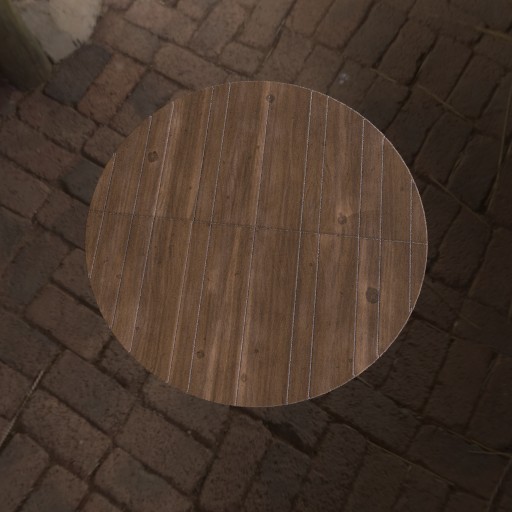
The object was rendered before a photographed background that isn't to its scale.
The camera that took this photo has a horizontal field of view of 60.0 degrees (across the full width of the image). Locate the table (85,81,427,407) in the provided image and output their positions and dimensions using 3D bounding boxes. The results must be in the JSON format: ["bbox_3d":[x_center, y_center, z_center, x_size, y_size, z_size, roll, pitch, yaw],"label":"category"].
[{"bbox_3d":[0.000,0.000,1.945,1.213,0.764,1.213,0,74,0],"label":"table"}]
